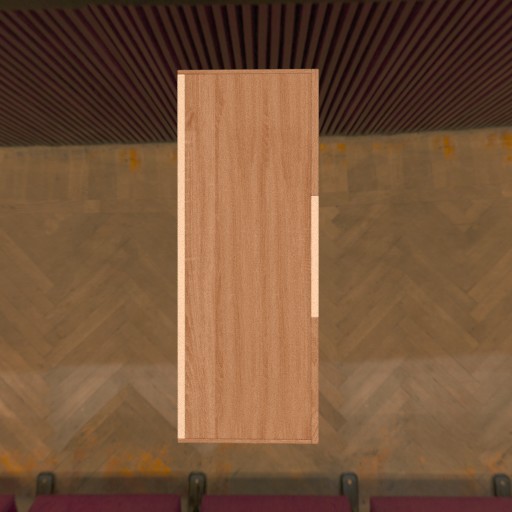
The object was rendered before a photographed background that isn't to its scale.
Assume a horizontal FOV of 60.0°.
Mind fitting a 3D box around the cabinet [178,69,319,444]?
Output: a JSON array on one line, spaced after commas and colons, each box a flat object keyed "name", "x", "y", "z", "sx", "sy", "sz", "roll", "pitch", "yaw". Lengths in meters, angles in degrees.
[{"name": "cabinet", "x": 0.000, "y": 0.000, "z": 2.837, "sx": 0.590, "sy": 2.120, "sz": 1.500, "roll": 0, "pitch": 90, "yaw": 1}]
